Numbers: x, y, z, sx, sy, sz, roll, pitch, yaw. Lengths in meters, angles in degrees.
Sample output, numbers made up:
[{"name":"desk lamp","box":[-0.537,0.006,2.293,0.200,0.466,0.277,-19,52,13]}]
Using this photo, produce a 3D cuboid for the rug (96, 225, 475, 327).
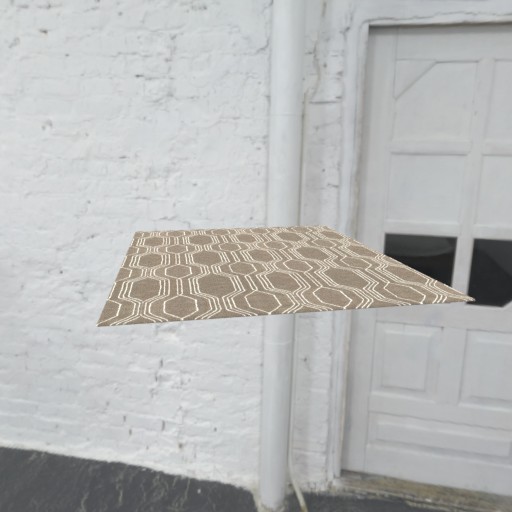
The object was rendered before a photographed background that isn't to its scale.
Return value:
[{"name":"rug","box":[0.000,0.000,4.243,2.457,0.012,3.062,-3,14,-10]}]
